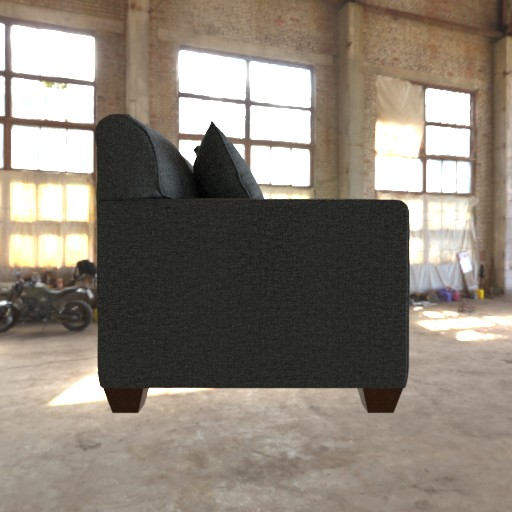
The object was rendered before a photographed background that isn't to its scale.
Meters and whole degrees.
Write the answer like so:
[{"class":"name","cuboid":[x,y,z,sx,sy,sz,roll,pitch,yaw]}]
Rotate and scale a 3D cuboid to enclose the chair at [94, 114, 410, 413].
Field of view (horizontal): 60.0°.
[{"class":"chair","cuboid":[0.000,0.000,2.015,1.000,0.948,1.383,0,1,0]}]
